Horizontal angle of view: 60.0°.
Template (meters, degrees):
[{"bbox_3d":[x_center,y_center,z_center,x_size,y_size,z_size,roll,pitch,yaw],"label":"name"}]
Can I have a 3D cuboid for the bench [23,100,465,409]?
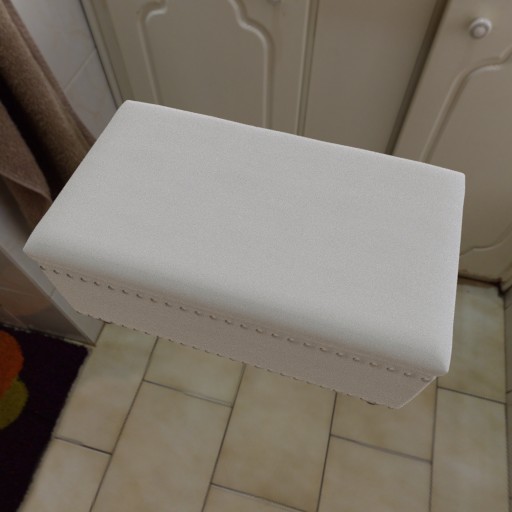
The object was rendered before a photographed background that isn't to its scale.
[{"bbox_3d":[0.000,0.000,1.154,0.887,0.449,0.500,15,60,9],"label":"bench"}]
